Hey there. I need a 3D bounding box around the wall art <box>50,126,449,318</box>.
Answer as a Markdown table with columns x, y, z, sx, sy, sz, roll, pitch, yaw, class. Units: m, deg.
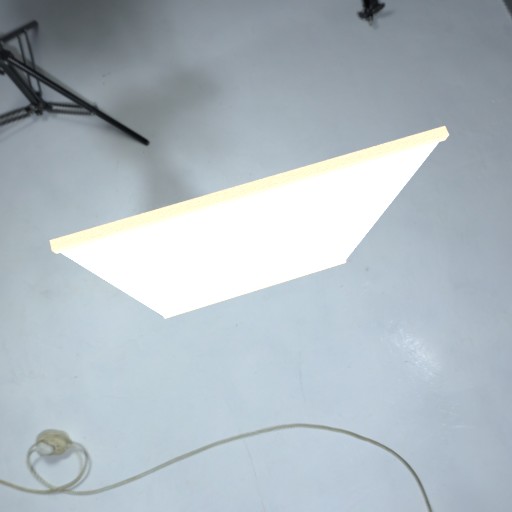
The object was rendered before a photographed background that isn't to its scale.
| x | y | z | sx | sy | sz | roll | pitch | yaw | class |
| --- | --- | --- | --- | --- | --- | --- | --- | --- | --- |
| 0.000 | 0.000 | 0.784 | 0.459 | 0.608 | 0.012 | -17 | 76 | -4 | wall art |
